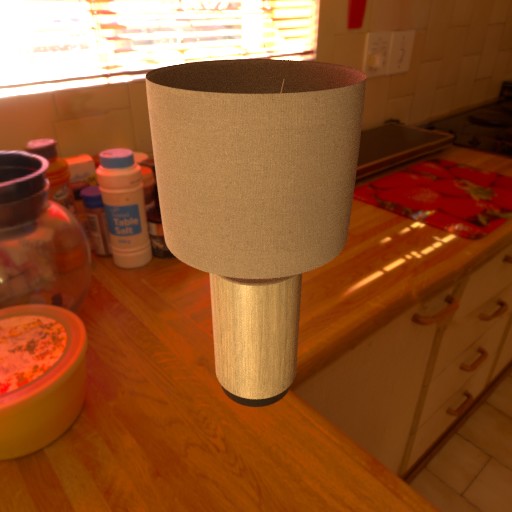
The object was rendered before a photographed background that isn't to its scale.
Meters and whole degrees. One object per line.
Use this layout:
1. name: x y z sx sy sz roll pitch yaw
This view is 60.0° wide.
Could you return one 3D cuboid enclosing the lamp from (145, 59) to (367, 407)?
1. lamp: 0.000 0.000 0.575 0.228 0.444 0.228 10 32 16
